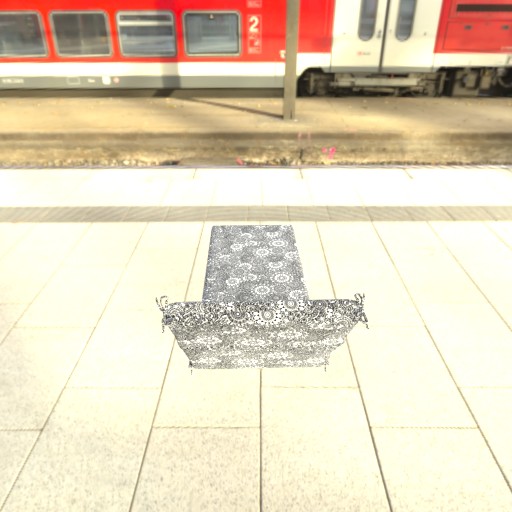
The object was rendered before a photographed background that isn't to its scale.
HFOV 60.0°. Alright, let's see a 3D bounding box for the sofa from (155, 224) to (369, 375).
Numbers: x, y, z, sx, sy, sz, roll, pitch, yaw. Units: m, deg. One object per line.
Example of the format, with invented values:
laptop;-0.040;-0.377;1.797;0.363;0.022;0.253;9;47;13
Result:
sofa;0.000;0.000;1.986;0.582;0.622;1.663;-1;30;-1
